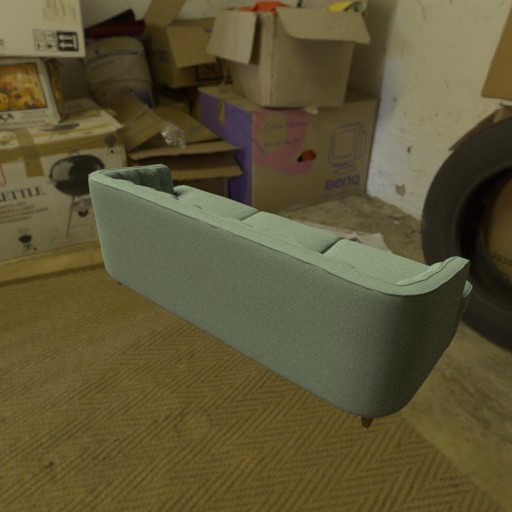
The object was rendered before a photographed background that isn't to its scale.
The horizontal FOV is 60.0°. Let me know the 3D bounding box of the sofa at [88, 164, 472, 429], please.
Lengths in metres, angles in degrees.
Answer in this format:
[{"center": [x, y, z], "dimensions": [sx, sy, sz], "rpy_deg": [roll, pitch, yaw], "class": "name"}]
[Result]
[{"center": [0.000, 0.000, 2.684], "dimensions": [2.278, 0.855, 0.941], "rpy_deg": [22, 37, 33], "class": "sofa"}]
